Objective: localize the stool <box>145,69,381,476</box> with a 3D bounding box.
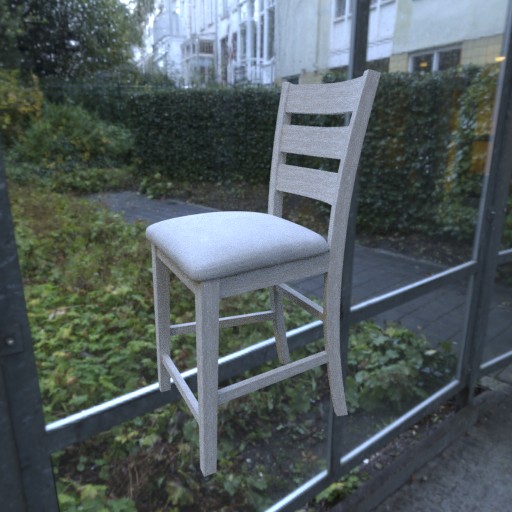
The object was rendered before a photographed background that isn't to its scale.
[{"bbox_3d":[0.000,0.000,1.346,0.569,1.032,0.484,-8,19,-26],"label":"stool"}]
